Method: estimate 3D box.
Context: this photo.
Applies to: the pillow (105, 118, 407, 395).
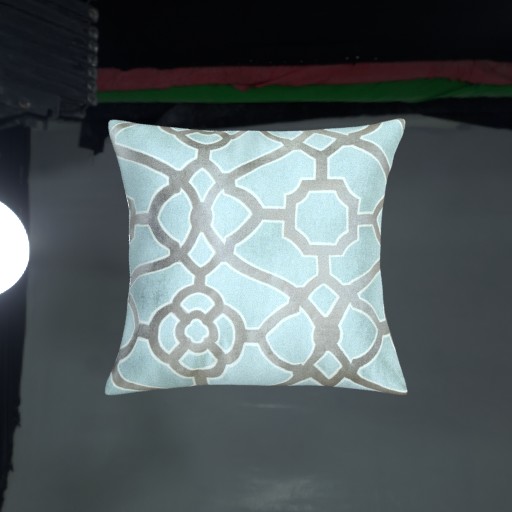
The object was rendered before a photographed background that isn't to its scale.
[{"bbox_3d":[0.000,0.000,0.817,0.552,0.508,0.166,0,-1,0],"label":"pillow"}]
